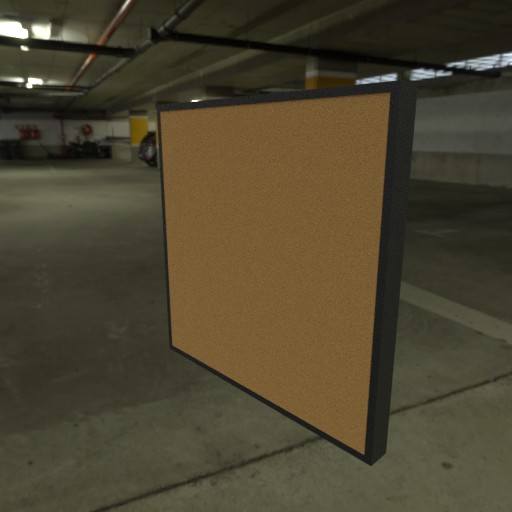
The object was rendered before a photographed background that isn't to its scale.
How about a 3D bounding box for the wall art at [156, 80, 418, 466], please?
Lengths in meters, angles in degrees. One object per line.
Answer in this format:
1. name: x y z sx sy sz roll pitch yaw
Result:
1. wall art: 0.000 0.000 0.750 0.040 0.509 0.509 -14 20 -42
